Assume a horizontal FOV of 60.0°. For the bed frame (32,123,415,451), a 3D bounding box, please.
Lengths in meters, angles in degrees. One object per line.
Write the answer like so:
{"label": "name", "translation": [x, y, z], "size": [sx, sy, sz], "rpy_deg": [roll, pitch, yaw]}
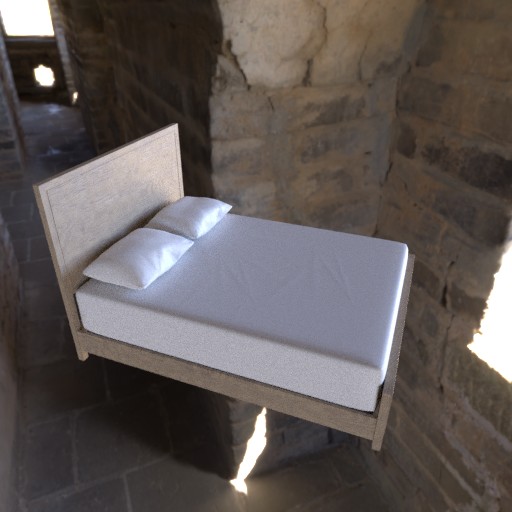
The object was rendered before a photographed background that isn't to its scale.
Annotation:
{"label": "bed frame", "translation": [0.000, 0.000, 3.246], "size": [2.189, 1.369, 1.606], "rpy_deg": [11, 32, 18]}
